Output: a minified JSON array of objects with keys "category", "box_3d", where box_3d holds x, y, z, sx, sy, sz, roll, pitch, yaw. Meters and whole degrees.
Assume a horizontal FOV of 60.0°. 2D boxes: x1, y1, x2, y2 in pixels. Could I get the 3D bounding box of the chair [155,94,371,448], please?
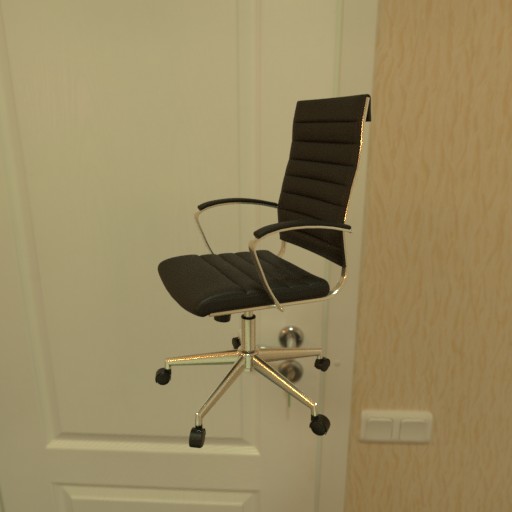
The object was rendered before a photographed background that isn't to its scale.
[{"category":"chair","box_3d":[0.000,0.000,1.681,0.739,1.149,0.766,-8,18,-25]}]
